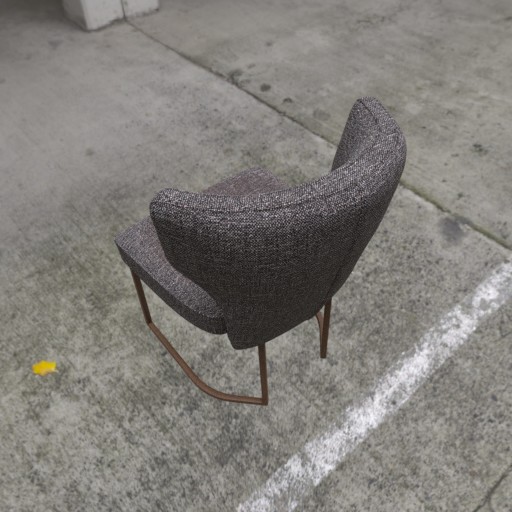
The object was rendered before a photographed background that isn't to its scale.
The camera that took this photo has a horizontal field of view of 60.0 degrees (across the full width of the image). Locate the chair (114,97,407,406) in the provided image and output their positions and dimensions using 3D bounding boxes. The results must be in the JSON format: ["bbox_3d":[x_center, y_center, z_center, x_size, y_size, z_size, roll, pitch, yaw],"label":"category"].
[{"bbox_3d":[0.000,0.000,1.224,0.611,0.824,0.617,-31,54,-26],"label":"chair"}]
